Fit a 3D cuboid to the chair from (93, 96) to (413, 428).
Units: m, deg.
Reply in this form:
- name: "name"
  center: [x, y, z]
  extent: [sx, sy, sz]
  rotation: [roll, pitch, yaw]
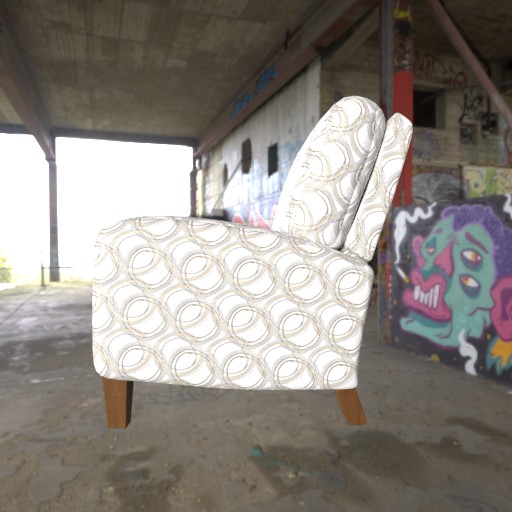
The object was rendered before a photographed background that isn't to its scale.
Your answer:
- name: "chair"
  center: [0.000, 0.000, 1.722]
  extent: [0.995, 1.065, 0.796]
  rotation: [0, 2, 1]
